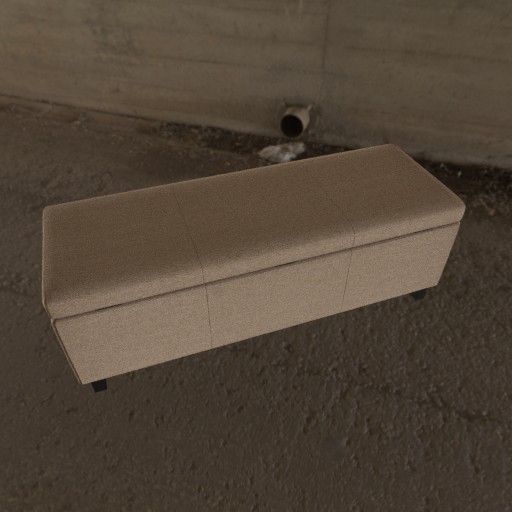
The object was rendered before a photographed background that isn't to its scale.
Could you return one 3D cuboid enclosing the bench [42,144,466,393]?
[{"bbox_3d":[0.000,0.000,1.506,1.269,0.438,0.446,-13,44,-14],"label":"bench"}]
